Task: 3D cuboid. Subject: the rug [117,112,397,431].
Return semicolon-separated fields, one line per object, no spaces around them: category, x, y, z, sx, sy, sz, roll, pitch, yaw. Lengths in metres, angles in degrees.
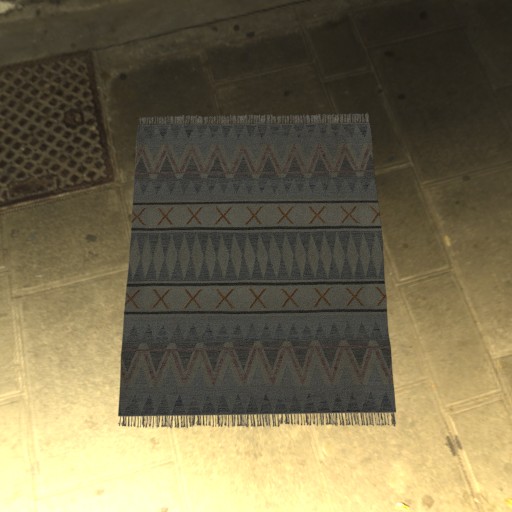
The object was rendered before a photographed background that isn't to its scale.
rug;0.000;0.000;4.099;2.371;0.012;3.000;-1;75;0
